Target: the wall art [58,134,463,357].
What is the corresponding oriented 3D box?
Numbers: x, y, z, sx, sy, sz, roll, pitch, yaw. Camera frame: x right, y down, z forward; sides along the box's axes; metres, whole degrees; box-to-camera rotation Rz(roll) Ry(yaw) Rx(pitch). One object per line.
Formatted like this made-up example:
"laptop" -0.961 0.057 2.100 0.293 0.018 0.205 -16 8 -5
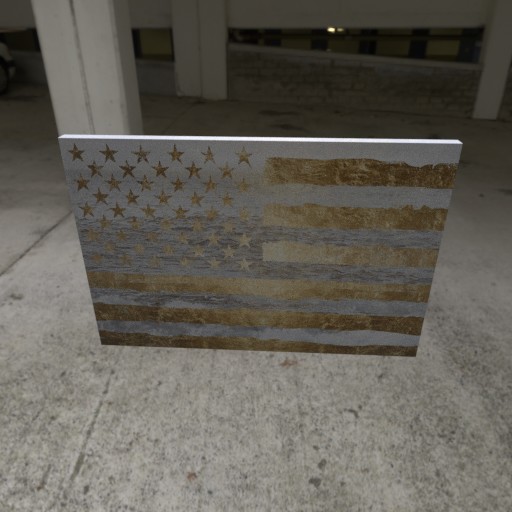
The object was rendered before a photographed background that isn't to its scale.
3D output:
"wall art" 0.000 0.000 1.449 1.145 0.762 0.041 2 28 3
